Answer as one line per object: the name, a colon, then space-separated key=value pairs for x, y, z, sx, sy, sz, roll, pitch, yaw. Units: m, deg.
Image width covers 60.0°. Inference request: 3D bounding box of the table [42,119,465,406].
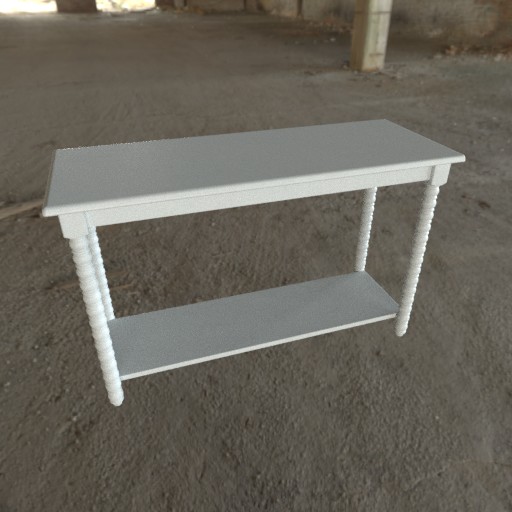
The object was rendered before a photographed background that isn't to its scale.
table: x=0.000 y=0.000 z=1.544 sx=1.184 sy=0.740 sz=0.459 roll=-10 pitch=33 yaw=-15
